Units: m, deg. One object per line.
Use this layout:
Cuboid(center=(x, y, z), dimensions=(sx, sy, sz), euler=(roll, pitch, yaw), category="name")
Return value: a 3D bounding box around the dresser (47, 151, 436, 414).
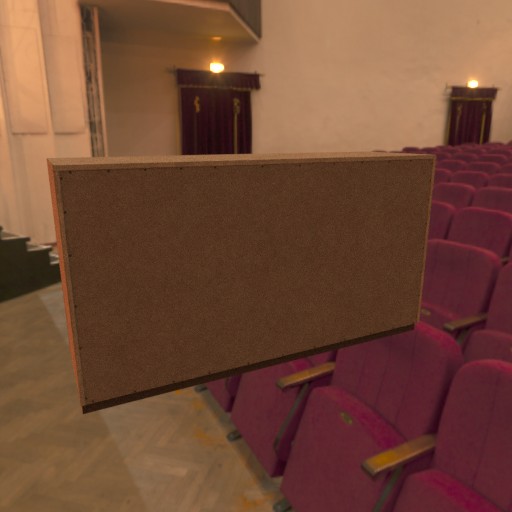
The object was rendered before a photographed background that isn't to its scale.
Cuboid(center=(0.000, 0.000, 2.026), dimensions=(1.628, 0.889, 0.483), euler=(-7, 17, -25), category="dresser")
